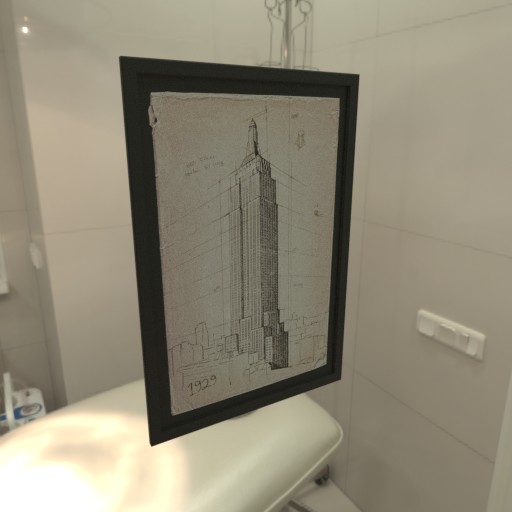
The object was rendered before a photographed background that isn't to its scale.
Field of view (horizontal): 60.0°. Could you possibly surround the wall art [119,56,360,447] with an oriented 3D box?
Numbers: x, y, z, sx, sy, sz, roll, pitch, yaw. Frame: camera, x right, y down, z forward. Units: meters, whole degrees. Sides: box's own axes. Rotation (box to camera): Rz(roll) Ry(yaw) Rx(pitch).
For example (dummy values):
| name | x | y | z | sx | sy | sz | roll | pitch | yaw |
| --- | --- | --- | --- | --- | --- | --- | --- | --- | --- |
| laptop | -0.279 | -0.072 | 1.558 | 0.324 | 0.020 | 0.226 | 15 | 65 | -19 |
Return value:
| name | x | y | z | sx | sy | sz | roll | pitch | yaw |
| --- | --- | --- | --- | --- | --- | --- | --- | --- | --- |
| wall art | 0.000 | 0.000 | 0.835 | 0.451 | 0.661 | 0.012 | -9 | 19 | -29 |
